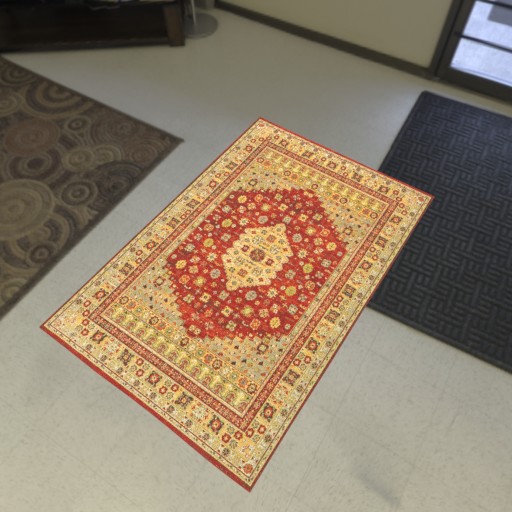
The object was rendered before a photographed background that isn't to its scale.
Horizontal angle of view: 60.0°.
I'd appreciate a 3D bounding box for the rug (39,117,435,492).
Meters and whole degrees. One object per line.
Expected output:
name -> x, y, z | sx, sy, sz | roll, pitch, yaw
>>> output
rug -> 0.000, 0.000, 2.275 | 1.194, 0.013, 1.802 | 30, 61, 18
